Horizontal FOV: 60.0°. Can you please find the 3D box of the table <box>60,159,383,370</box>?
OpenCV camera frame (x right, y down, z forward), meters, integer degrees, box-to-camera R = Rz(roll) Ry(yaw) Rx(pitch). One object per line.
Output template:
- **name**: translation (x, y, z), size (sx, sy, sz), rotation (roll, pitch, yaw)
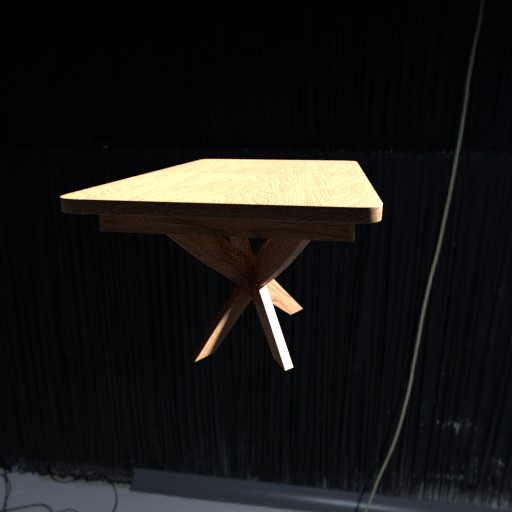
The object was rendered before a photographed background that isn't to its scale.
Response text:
- **table**: translation (0.000, 0.000, 2.086), size (0.950, 0.770, 1.600), rotation (3, 17, 9)
